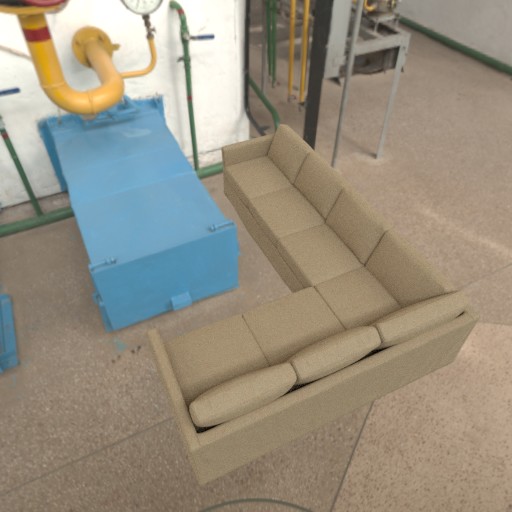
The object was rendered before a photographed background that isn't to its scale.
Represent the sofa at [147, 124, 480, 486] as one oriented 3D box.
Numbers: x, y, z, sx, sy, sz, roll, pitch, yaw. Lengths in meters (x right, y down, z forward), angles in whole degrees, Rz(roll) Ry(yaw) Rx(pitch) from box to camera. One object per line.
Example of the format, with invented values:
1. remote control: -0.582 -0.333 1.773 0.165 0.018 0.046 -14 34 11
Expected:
1. sofa: 0.000 0.000 4.288 2.432 0.871 3.182 -19 48 -17
